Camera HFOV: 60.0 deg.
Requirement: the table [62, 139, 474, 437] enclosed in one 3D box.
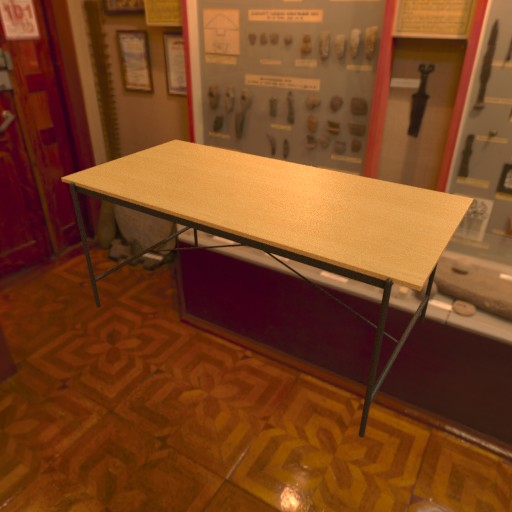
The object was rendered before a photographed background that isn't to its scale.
[{"bbox_3d":[0.000,0.000,2.316,1.800,0.758,0.900,18,35,28],"label":"table"}]
